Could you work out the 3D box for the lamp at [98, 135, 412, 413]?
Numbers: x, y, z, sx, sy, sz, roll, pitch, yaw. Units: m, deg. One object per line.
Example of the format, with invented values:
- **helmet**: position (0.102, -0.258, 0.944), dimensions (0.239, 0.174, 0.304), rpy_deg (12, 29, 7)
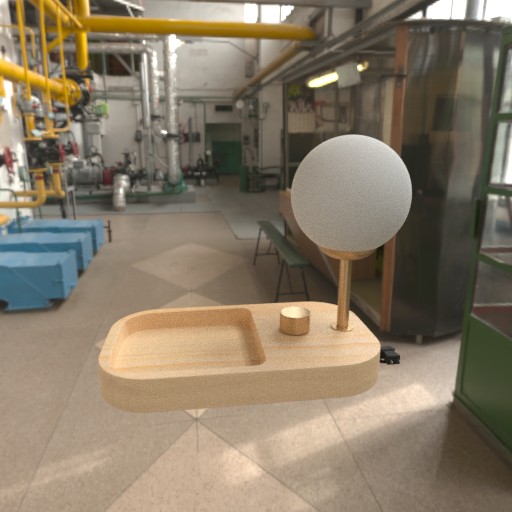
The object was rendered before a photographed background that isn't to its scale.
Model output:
- **lamp**: position (0.000, 0.000, 0.478), dimensions (0.331, 0.253, 0.173), rpy_deg (-2, 15, -8)
